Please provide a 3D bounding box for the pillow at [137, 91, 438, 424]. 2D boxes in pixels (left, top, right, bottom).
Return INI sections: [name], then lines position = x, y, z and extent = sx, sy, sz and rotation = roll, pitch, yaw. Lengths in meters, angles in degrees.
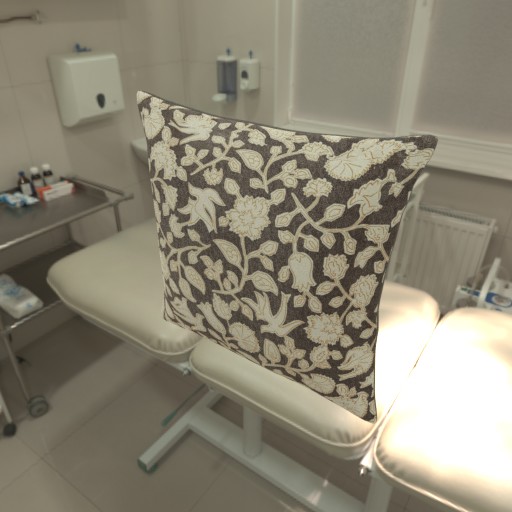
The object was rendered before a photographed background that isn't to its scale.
[pillow]
position = 0.000, 0.000, 0.786
extent = 0.526, 0.507, 0.166
rotation = 20, 36, 29
